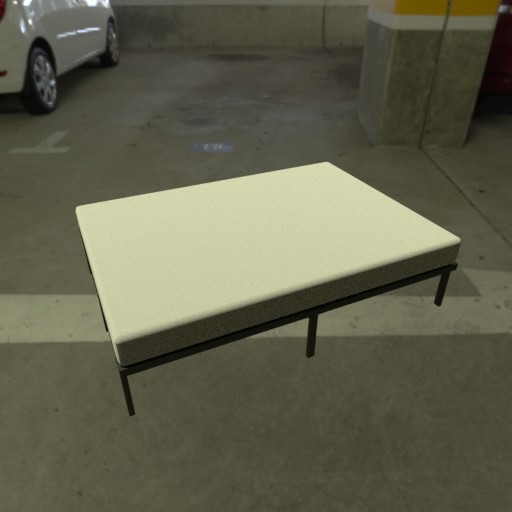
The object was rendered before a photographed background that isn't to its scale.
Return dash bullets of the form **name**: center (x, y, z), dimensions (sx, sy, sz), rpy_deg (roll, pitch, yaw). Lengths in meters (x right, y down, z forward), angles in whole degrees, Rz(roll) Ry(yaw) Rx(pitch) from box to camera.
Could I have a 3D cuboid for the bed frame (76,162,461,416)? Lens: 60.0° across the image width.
- **bed frame**: center (0.000, 0.000, 3.795), dimensions (2.842, 0.680, 2.205), rpy_deg (-10, 34, -15)
